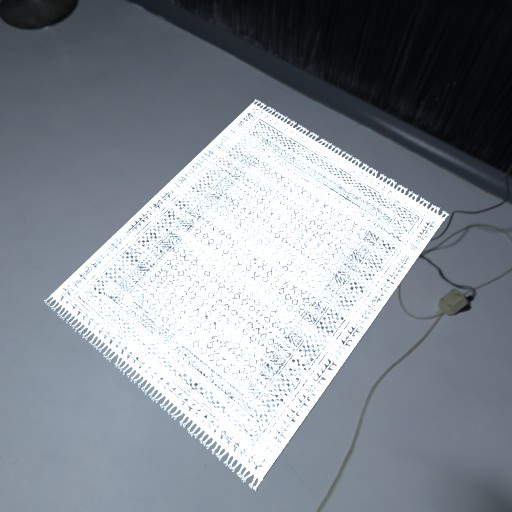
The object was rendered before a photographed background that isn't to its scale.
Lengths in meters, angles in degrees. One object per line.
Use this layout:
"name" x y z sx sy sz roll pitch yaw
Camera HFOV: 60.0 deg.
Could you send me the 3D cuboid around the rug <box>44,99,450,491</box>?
"rug" 0.000 0.000 3.949 2.312 0.013 2.940 36 70 15
